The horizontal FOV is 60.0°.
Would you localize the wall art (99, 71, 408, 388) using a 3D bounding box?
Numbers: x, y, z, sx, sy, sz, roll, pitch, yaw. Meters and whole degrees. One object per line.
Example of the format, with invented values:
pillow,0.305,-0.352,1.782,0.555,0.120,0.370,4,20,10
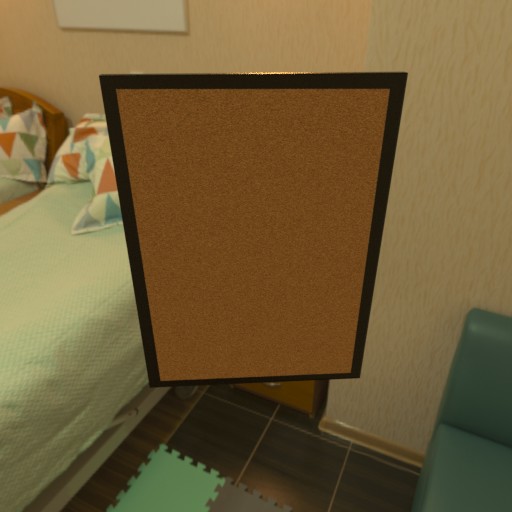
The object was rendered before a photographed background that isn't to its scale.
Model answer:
wall art,0.000,0.000,0.856,0.480,0.657,0.016,-2,30,-3
